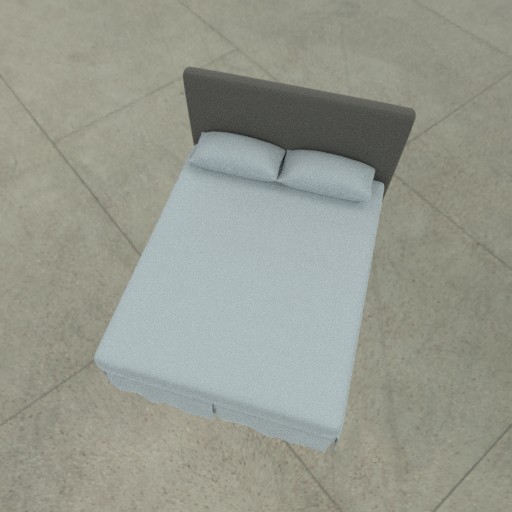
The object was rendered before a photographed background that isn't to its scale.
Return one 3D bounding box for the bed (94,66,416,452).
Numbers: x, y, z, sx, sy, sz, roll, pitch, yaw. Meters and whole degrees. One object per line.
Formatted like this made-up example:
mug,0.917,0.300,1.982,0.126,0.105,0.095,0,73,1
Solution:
bed,0.000,0.000,3.187,1.748,1.330,2.142,14,61,8
